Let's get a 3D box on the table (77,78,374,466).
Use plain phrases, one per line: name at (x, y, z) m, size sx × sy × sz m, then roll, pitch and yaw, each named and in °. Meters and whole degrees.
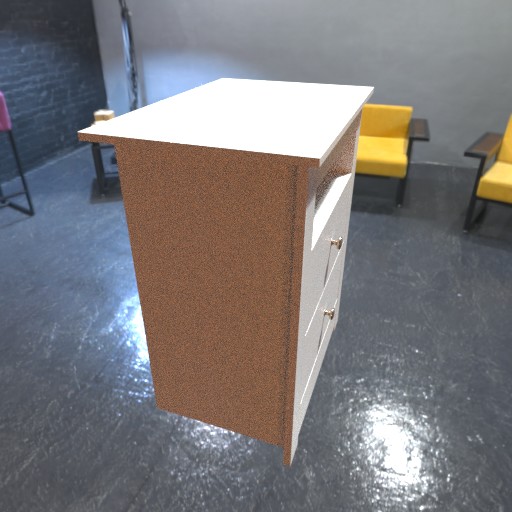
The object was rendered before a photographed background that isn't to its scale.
table at (0.000, 0.000, 1.081) m, size 0.406 × 0.711 × 0.589 m, roll 10°, pitch 32°, yaw 17°
